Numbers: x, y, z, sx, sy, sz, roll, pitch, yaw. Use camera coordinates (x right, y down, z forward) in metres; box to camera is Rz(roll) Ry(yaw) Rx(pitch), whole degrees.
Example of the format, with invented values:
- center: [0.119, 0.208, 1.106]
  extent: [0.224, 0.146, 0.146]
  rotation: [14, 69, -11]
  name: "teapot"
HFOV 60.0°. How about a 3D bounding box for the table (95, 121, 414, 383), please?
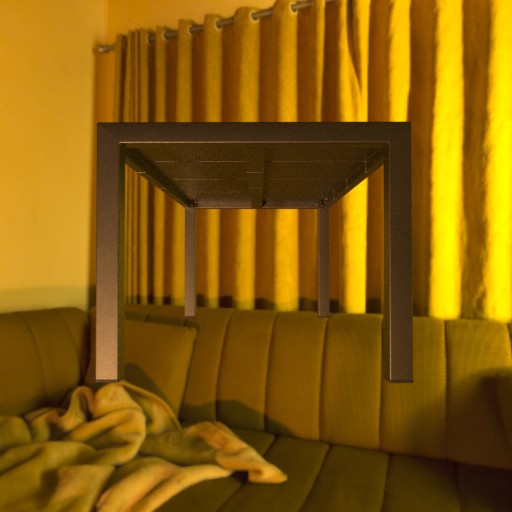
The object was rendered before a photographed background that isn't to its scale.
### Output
- center: [0.000, 0.000, 1.260]
  extent: [0.559, 0.460, 0.965]
  rotation: [0, -1, 0]
  name: "table"
